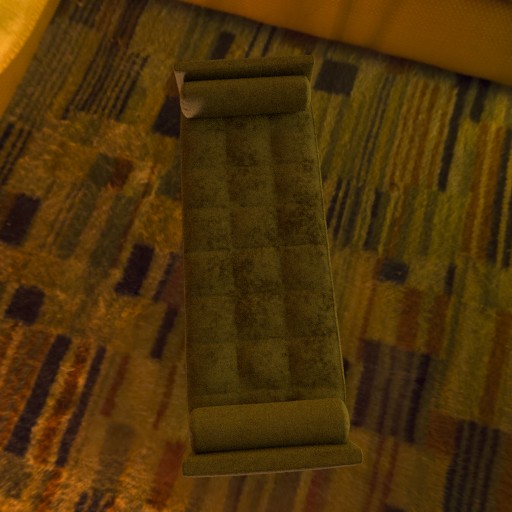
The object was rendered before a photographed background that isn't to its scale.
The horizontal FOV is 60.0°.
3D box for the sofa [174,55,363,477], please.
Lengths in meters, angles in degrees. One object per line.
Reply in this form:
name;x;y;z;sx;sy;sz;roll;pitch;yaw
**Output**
sofa;0.000;0.000;2.458;0.797;0.657;2.102;-4;74;-1
